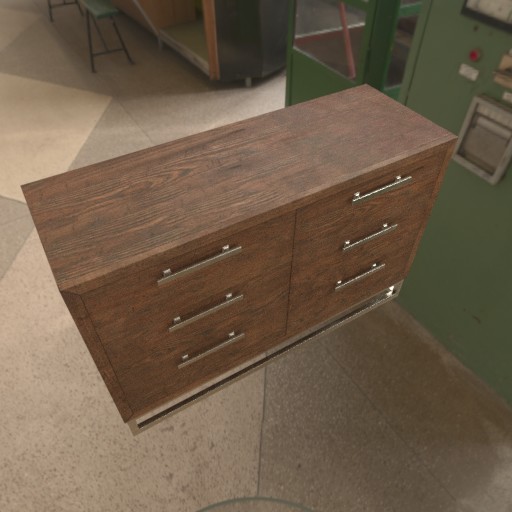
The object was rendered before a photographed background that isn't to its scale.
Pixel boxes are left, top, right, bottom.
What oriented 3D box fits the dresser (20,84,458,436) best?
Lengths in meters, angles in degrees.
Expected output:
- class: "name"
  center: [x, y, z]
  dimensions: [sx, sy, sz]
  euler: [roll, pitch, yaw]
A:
- class: "dresser"
  center: [0.000, 0.000, 2.114]
  dimensions: [1.646, 1.061, 0.623]
  euler: [-23, 50, -21]
